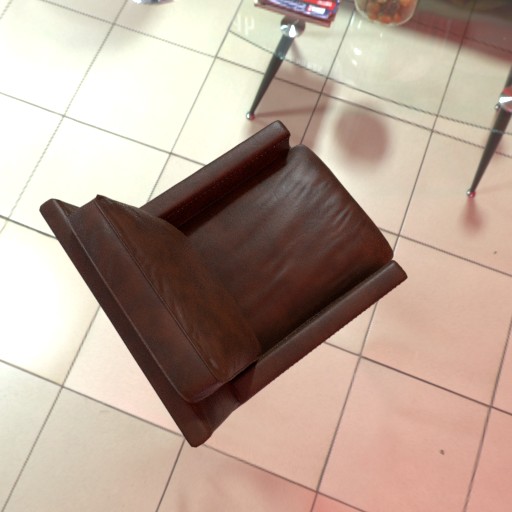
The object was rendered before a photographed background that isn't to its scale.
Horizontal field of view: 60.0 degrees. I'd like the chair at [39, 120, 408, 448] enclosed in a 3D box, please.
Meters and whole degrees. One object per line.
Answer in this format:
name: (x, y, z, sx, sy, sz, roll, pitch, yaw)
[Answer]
chair: (0.000, 0.000, 1.768, 1.035, 1.054, 0.854, -35, 79, -8)
